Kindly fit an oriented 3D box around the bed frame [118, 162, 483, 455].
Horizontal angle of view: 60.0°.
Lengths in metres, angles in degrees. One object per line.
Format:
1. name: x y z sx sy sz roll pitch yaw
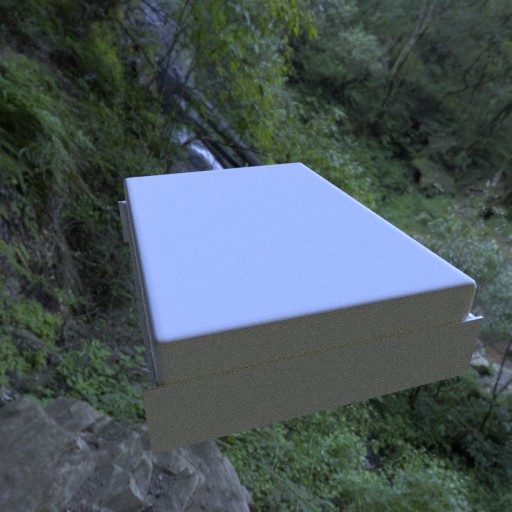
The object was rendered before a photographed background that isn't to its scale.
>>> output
1. bed frame: 0.000 0.000 2.576 1.445 0.497 1.945 -8 29 -16
